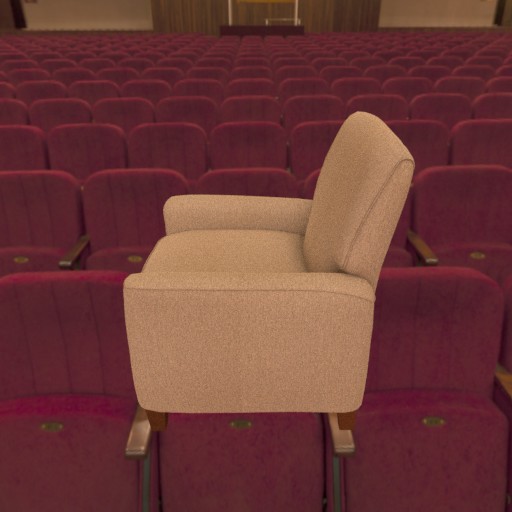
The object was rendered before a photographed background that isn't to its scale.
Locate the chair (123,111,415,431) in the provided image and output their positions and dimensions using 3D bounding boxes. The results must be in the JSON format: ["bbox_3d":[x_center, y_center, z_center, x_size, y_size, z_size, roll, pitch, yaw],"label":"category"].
[{"bbox_3d":[0.000,0.000,1.678,0.864,1.014,0.848,0,26,0],"label":"chair"}]
